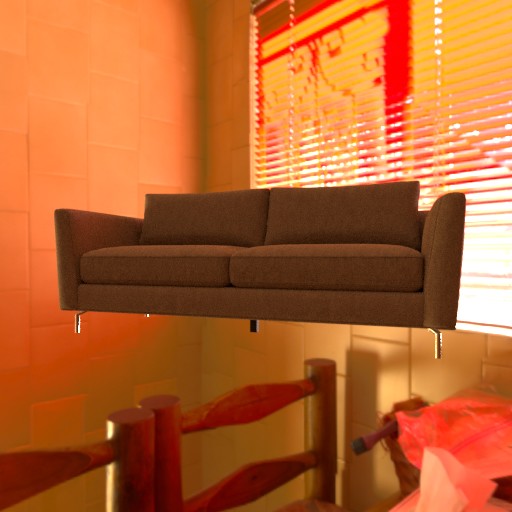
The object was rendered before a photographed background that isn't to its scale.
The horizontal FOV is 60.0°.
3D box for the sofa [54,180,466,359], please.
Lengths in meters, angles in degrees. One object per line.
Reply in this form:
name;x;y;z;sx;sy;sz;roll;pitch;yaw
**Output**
sofa;0.000;0.000;2.551;2.121;0.864;0.889;0;0;19
